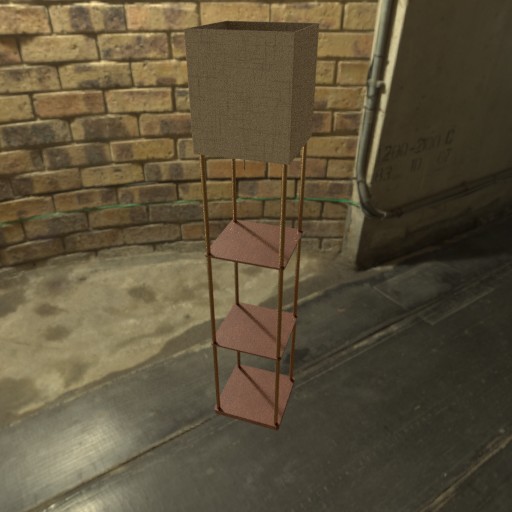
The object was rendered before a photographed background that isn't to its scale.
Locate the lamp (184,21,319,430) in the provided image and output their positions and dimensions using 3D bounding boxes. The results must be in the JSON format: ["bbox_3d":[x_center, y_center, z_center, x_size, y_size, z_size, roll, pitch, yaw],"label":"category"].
[{"bbox_3d":[0.000,0.000,1.697,0.310,1.569,0.308,10,33,16],"label":"lamp"}]
